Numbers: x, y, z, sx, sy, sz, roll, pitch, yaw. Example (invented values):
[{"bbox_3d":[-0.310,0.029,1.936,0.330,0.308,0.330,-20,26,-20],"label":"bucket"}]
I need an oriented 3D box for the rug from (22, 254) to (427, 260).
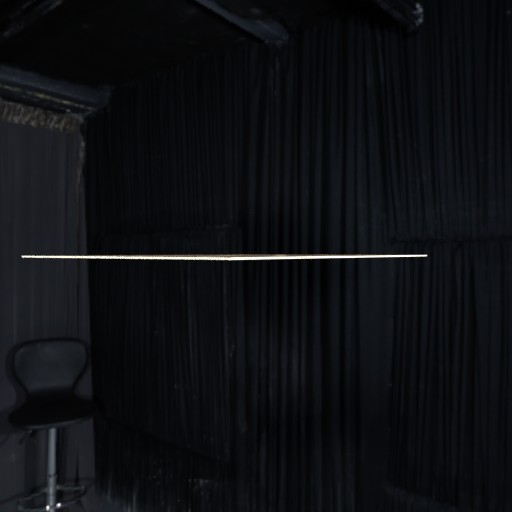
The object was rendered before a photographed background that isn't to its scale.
[{"bbox_3d":[0.000,0.000,2.893,1.522,0.008,2.284,0,0,37],"label":"rug"}]
